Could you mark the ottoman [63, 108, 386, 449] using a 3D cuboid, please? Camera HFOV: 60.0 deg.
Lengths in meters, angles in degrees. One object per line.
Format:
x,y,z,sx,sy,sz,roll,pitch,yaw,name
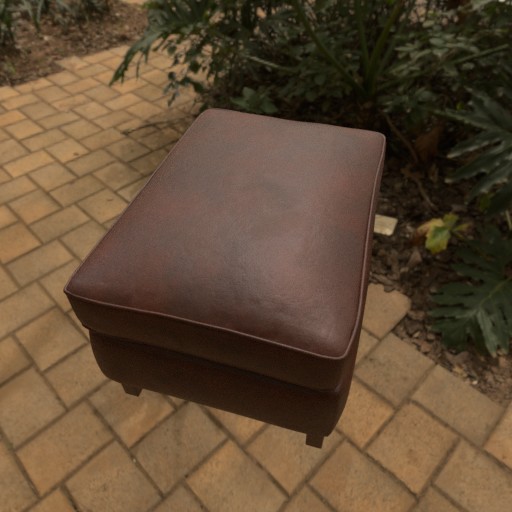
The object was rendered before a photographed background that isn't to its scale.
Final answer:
0.000,0.000,0.986,0.501,0.432,0.665,12,46,12,ottoman
